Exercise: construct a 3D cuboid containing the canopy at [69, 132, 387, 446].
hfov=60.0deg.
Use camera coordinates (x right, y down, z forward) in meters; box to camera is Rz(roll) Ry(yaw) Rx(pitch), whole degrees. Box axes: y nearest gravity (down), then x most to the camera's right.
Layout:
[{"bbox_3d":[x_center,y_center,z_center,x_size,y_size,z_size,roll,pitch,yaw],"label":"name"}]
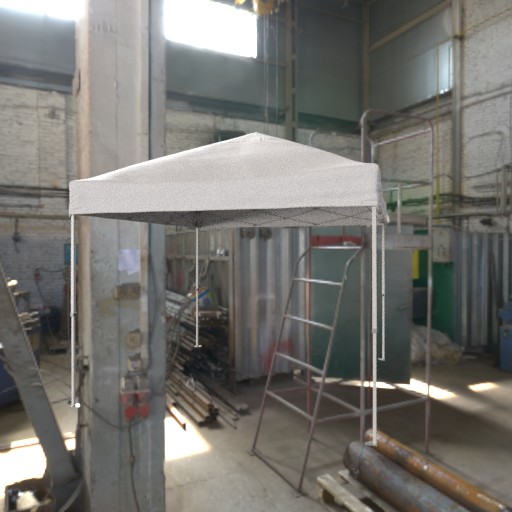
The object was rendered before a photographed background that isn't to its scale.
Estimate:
[{"bbox_3d":[0.000,0.000,5.387,2.996,2.997,2.998,0,1,17],"label":"canopy"}]
